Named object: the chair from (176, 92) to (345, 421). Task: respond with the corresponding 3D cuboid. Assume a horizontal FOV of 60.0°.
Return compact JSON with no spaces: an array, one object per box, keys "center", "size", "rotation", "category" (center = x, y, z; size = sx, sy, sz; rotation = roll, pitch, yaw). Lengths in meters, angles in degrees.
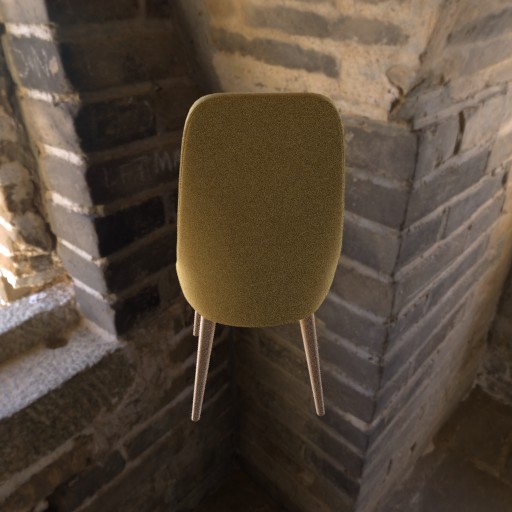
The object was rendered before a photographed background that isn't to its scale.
[{"center":[0.000,0.000,1.366],"size":[0.510,1.040,0.660],"rotation":[-1,28,-3],"category":"chair"}]
